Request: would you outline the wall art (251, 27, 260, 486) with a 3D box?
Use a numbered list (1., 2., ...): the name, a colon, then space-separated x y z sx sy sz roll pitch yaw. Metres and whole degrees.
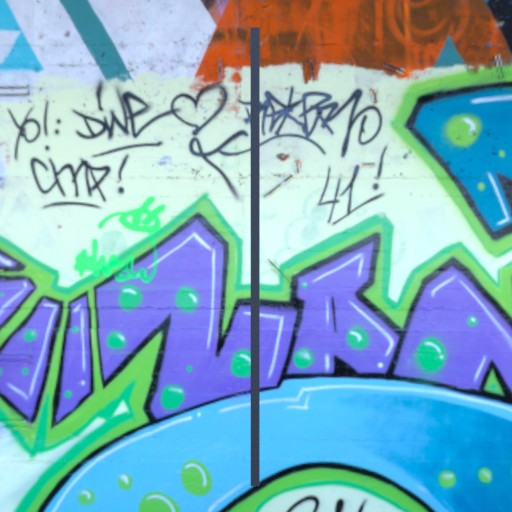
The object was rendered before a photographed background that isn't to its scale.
1. wall art: 0.000 0.000 0.868 0.013 0.660 0.460 0 1 0
